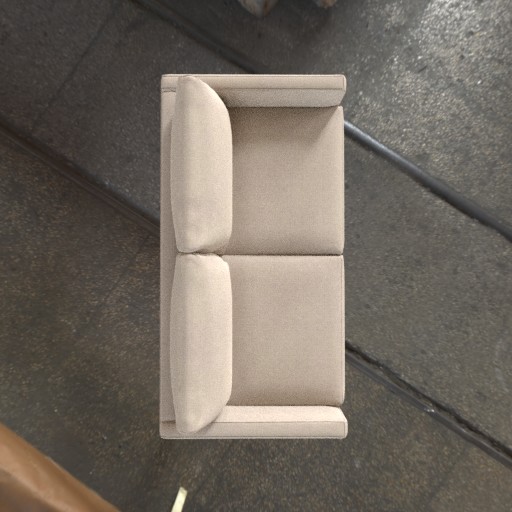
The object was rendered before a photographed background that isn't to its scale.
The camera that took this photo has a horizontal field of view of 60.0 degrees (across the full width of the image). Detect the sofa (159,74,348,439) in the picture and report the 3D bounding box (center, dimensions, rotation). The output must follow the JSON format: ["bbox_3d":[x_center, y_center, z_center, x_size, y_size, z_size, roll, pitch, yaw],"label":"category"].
[{"bbox_3d":[0.000,0.000,2.208,0.875,0.840,1.682,0,89,0],"label":"sofa"}]
